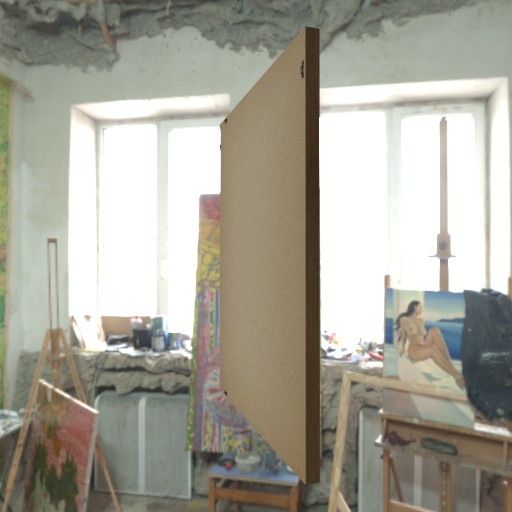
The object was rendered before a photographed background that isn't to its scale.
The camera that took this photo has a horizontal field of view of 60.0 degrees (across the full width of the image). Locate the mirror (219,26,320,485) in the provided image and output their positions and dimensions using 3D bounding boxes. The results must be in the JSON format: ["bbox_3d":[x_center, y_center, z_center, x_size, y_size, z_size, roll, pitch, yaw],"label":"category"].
[{"bbox_3d":[0.000,0.000,1.345,0.040,1.016,0.762,0,0,-19],"label":"mirror"}]
